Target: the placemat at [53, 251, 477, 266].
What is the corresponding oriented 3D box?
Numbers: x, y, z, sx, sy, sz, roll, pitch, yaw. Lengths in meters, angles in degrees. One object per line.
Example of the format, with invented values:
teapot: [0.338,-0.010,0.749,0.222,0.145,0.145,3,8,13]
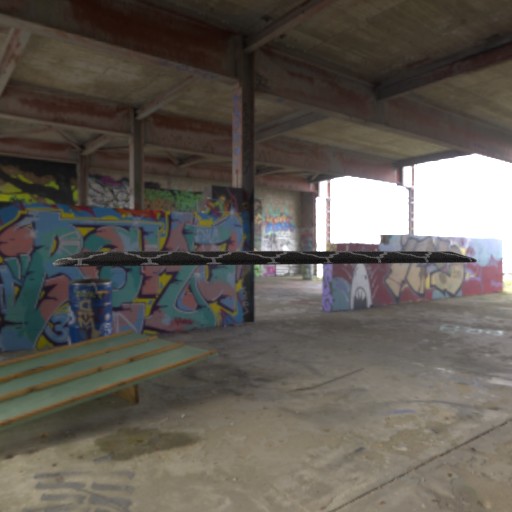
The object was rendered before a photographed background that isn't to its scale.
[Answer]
placemat: [0.000,0.000,0.976,0.762,0.021,0.508,0,1,-17]
